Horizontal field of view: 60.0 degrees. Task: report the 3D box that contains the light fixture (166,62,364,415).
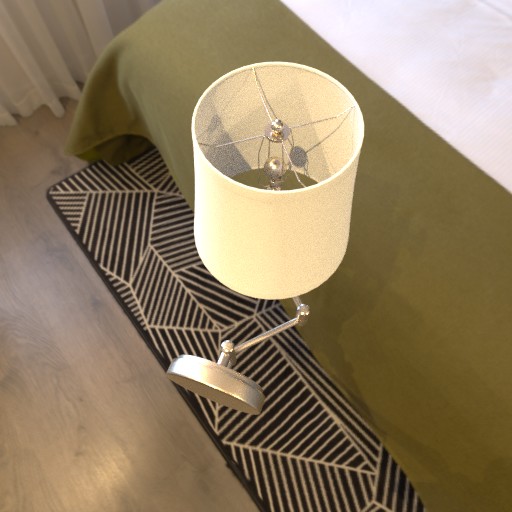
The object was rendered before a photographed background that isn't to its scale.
[{"bbox_3d":[0.000,0.000,0.597,0.223,0.381,0.348,19,65,9],"label":"light fixture"}]
